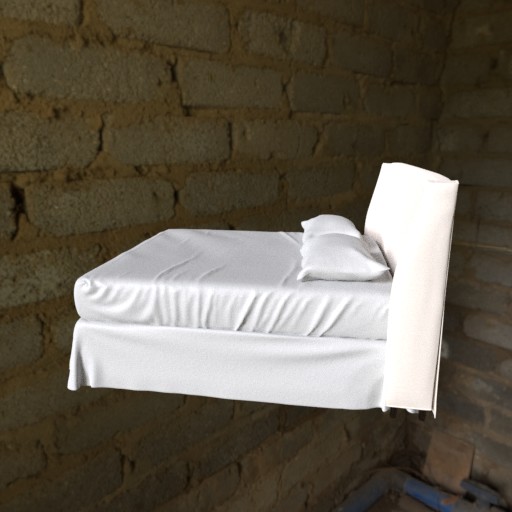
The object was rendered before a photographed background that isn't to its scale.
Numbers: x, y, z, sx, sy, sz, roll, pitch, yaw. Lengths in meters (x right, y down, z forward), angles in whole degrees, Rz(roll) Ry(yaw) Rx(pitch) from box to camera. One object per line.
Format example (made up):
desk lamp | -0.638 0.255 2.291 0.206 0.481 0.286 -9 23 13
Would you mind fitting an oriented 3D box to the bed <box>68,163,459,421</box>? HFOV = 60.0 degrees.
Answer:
bed | 0.000 0.000 3.323 2.276 1.332 1.925 2 15 9
